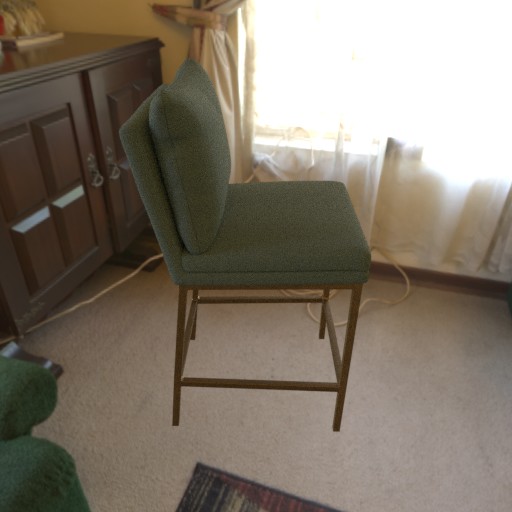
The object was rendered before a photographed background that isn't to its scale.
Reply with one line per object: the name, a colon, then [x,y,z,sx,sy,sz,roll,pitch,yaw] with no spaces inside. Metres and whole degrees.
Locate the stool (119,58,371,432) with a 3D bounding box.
stool: [0.000,0.000,1.322,0.568,1.032,0.463,0,32,1]
